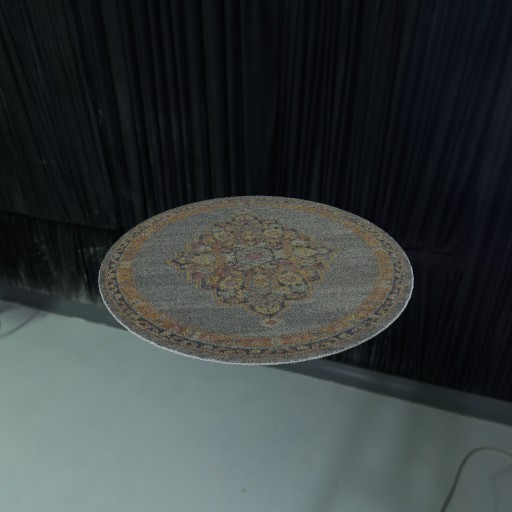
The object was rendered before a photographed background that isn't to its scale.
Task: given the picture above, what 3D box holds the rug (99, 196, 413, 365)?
[{"bbox_3d":[0.000,0.000,2.353,1.598,0.010,1.598,0,31,0],"label":"rug"}]
